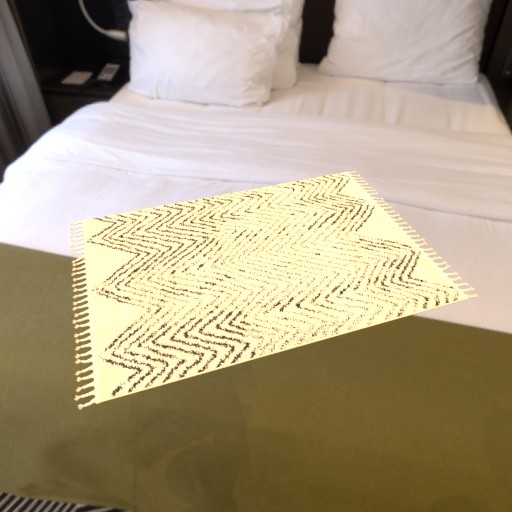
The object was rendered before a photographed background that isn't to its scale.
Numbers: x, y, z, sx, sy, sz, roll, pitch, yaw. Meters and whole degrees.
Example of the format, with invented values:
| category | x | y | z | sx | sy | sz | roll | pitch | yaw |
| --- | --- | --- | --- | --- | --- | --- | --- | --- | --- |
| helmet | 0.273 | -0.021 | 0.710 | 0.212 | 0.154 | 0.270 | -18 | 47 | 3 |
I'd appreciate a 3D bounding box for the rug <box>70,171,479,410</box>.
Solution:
| category | x | y | z | sx | sy | sz | roll | pitch | yaw |
| --- | --- | --- | --- | --- | --- | --- | --- | --- | --- |
| rug | 0.000 | 0.000 | 2.314 | 1.847 | 0.014 | 1.230 | -13 | 43 | -14 |
